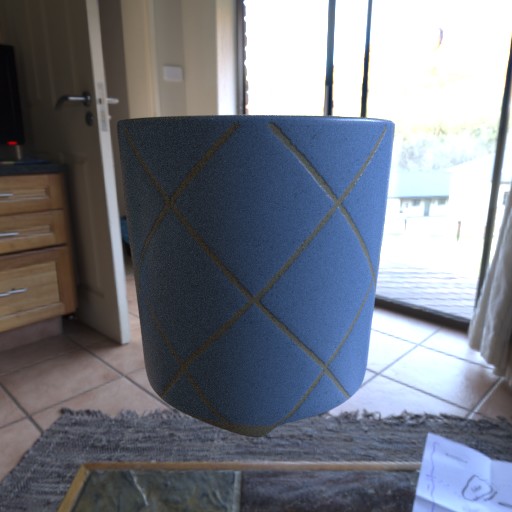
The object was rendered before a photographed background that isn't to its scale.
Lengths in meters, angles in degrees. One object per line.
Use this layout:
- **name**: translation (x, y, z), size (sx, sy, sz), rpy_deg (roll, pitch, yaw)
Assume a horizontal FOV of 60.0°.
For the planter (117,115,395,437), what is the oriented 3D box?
- **planter**: translation (0.000, 0.000, 0.407), size (0.227, 0.235, 0.227), rpy_deg (0, 14, 0)
